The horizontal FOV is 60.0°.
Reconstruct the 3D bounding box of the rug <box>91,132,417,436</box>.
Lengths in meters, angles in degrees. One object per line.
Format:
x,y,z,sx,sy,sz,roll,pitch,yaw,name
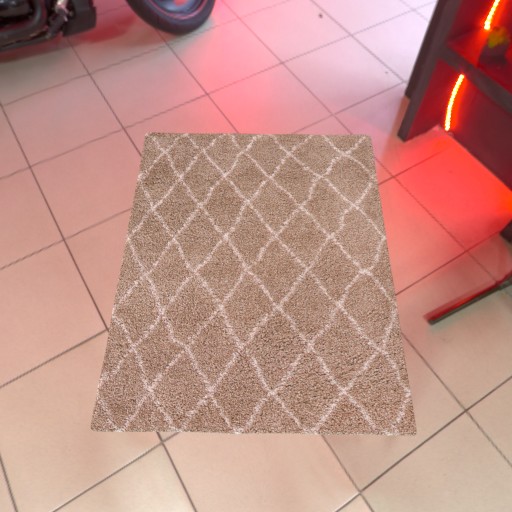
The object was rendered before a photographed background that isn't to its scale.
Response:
0.000,0.000,4.052,2.438,0.029,3.047,1,60,0,rug
